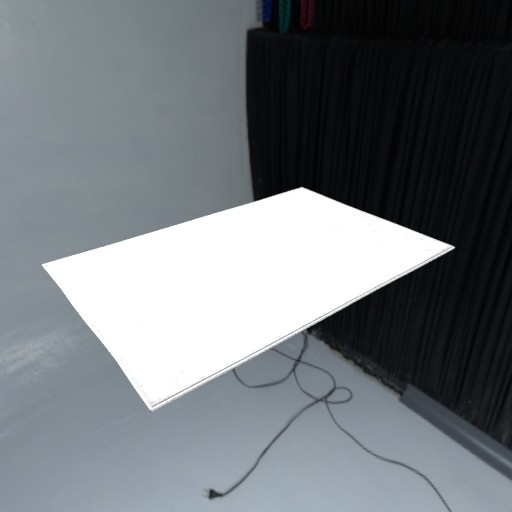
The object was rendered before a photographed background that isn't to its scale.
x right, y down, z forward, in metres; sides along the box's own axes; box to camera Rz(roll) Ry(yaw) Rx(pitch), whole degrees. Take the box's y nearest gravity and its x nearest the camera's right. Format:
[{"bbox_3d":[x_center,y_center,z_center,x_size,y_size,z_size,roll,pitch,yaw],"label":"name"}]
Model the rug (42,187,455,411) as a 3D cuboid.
[{"bbox_3d":[0.000,0.000,3.521,2.746,0.018,1.819,-21,35,-33],"label":"rug"}]
